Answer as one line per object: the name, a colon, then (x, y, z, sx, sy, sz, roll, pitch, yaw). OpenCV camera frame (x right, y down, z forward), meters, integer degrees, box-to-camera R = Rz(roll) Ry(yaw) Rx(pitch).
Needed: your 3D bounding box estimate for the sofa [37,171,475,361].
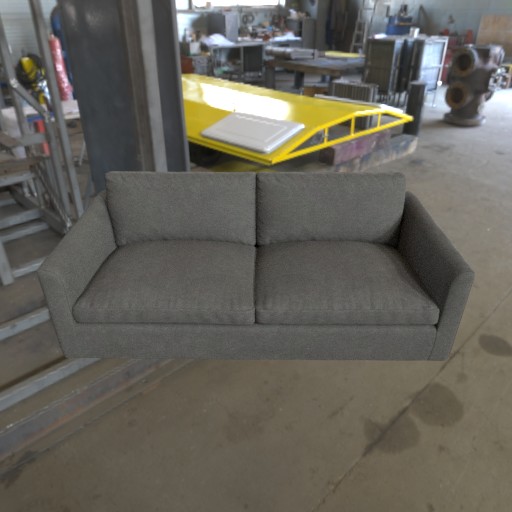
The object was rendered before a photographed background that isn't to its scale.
sofa: (0.000, 0.000, 2.813, 2.257, 0.838, 1.092, 0, 30, 0)
